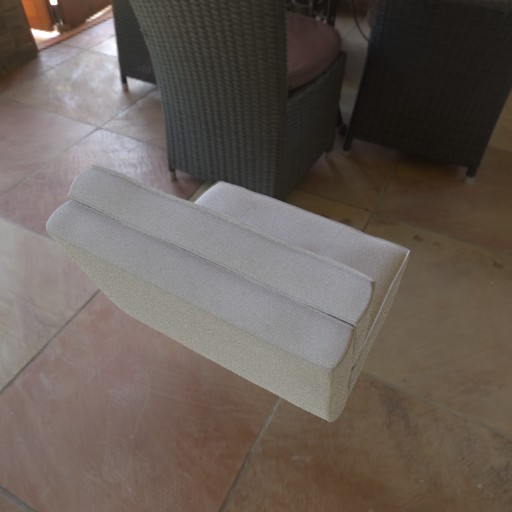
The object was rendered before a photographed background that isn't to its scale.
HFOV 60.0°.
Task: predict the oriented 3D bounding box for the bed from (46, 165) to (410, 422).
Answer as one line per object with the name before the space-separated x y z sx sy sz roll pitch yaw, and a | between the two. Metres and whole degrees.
bed | 0.000 0.000 1.331 0.799 0.614 0.749 23 50 20
